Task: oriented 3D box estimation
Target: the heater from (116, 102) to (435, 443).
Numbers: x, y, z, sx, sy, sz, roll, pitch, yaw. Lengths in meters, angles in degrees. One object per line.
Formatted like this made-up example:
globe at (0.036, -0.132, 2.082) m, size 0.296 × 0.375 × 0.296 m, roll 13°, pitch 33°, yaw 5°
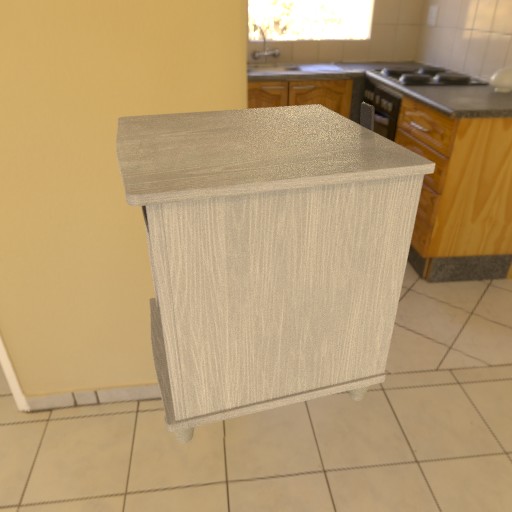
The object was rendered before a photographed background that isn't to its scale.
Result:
heater at (0.000, 0.000, 0.759) m, size 0.400 × 0.481 × 0.362 m, roll -8°, pitch 31°, yaw -14°
